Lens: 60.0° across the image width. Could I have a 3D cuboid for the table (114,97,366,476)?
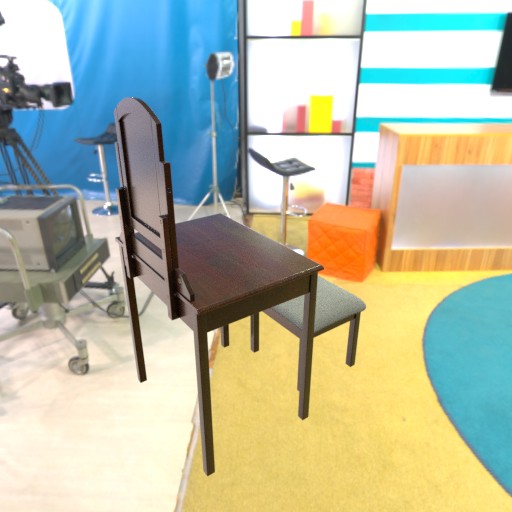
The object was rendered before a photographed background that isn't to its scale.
[{"bbox_3d":[0.000,0.000,2.316,1.211,1.631,0.876,-17,30,-32],"label":"table"}]
